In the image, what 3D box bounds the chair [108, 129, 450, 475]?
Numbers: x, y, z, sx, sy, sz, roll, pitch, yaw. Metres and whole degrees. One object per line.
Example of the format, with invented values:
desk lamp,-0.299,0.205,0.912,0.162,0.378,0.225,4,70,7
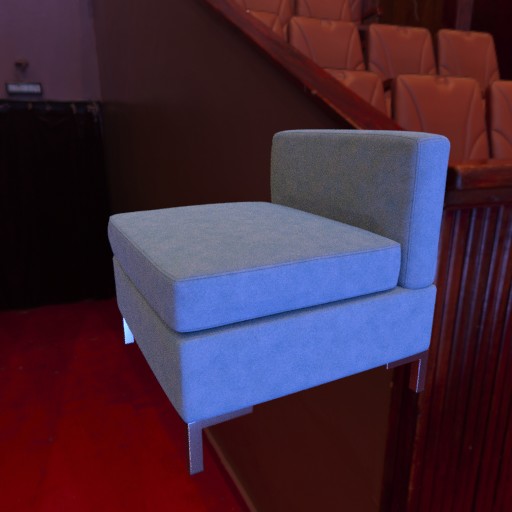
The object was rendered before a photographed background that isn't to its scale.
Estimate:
chair,0.000,0.000,1.209,0.685,0.660,0.684,-8,18,-26
